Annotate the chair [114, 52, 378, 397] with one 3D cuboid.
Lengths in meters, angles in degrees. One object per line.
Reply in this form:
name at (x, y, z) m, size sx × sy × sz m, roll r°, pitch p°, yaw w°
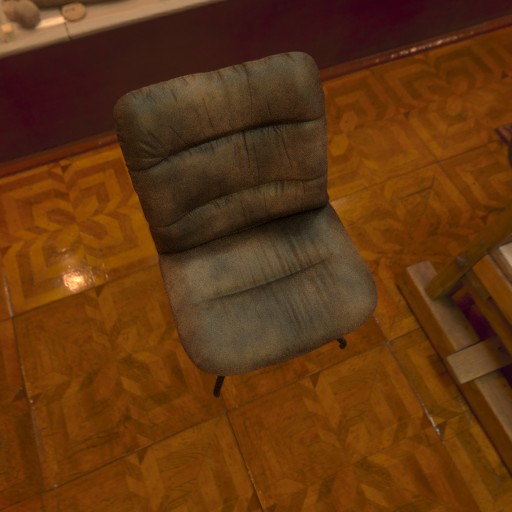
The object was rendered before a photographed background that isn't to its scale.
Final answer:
chair at (0.000, 0.000, 1.284) m, size 0.549 × 0.870 × 0.622 m, roll -19°, pitch 65°, yaw -9°
